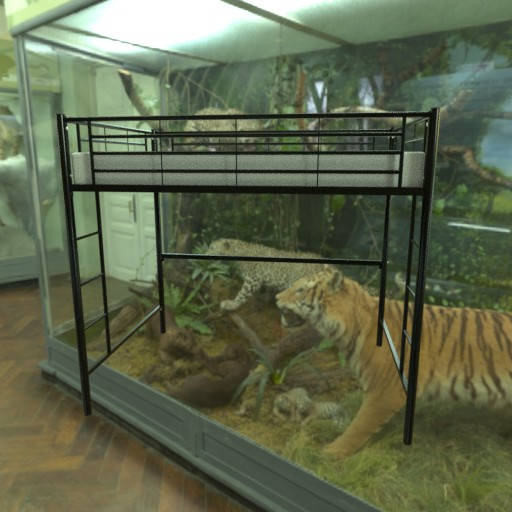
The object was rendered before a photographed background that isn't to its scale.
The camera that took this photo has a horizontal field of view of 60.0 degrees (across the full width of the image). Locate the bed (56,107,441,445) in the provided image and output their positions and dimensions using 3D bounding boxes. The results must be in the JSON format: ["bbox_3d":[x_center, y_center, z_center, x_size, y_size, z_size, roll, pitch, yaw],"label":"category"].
[{"bbox_3d":[0.000,0.000,3.101,1.994,1.803,1.397,2,13,8],"label":"bed"}]
